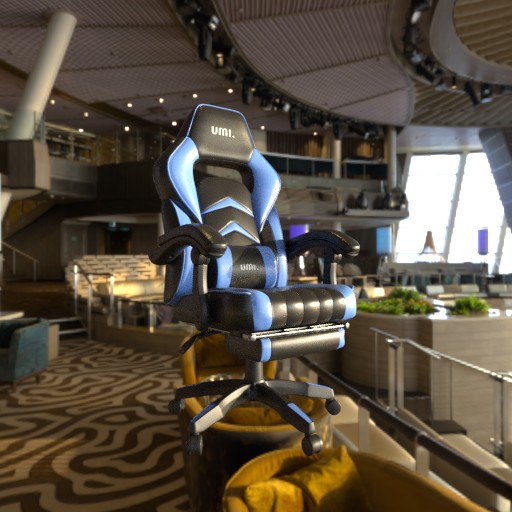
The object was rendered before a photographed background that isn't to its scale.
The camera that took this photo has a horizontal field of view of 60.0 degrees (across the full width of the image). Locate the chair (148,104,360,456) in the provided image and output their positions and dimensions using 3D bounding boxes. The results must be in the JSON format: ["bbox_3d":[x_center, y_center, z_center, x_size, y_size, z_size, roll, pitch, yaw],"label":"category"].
[{"bbox_3d":[0.000,0.000,1.698,0.700,1.280,0.700,0,0,-35],"label":"chair"}]
